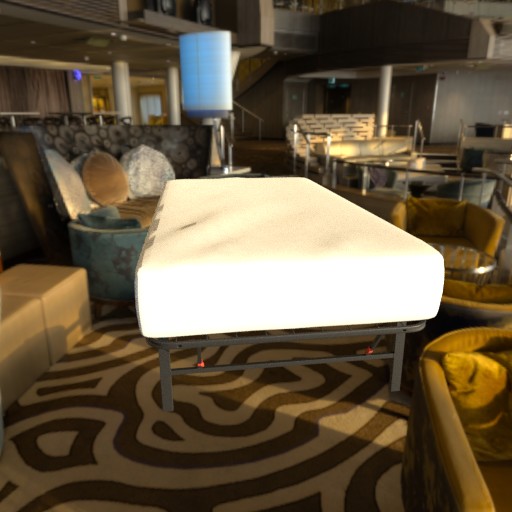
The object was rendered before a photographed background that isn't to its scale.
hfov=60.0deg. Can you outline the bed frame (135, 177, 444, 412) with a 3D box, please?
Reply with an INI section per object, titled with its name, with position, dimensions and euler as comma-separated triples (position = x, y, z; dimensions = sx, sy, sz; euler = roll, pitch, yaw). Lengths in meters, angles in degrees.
[bed frame]
position = 0.000, 0.000, 2.356
dimensions = 1.025, 0.640, 1.908
euler = -3, 18, -8
